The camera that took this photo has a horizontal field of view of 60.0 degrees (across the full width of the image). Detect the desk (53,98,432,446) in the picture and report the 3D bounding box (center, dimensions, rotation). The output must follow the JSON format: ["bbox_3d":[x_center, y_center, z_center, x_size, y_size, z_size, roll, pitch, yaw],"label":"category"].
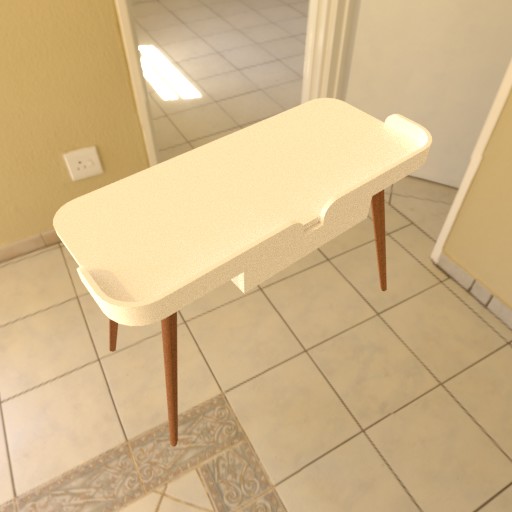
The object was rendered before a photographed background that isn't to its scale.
[{"bbox_3d":[0.000,0.000,1.668,1.206,0.807,0.534,-30,54,-25],"label":"desk"}]
